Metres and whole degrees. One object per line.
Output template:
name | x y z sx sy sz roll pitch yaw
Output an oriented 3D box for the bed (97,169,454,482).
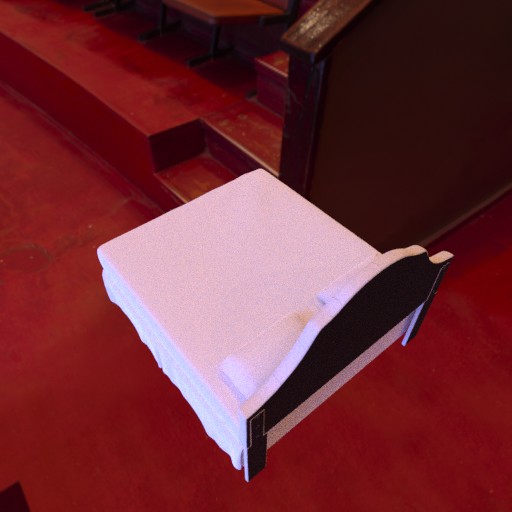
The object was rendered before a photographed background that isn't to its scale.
bed | 0.000 0.000 3.606 2.008 1.615 2.214 -31 54 -26
